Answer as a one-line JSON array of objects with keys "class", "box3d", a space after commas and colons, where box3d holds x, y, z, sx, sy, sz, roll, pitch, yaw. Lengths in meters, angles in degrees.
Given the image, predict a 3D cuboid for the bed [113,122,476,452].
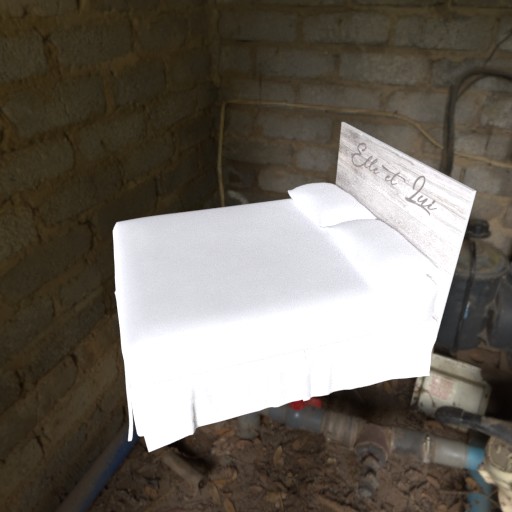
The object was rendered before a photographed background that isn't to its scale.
[{"class": "bed", "box3d": [0.000, 0.000, 3.163, 2.094, 1.335, 1.745, -9, 32, -15]}]
